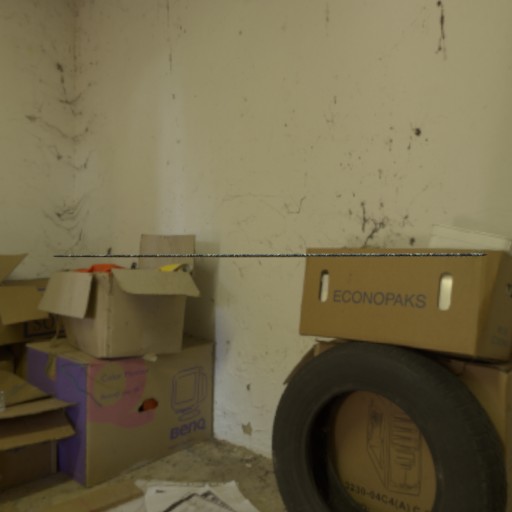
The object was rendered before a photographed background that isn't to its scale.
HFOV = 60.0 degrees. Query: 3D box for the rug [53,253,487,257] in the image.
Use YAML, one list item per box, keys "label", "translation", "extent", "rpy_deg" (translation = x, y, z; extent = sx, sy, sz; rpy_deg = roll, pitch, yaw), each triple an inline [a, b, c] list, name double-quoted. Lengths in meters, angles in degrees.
- label: "rug"
  translation: [0.000, 0.000, 2.565]
  extent: [2.306, 0.013, 0.719]
  rpy_deg: [0, -1, 19]
